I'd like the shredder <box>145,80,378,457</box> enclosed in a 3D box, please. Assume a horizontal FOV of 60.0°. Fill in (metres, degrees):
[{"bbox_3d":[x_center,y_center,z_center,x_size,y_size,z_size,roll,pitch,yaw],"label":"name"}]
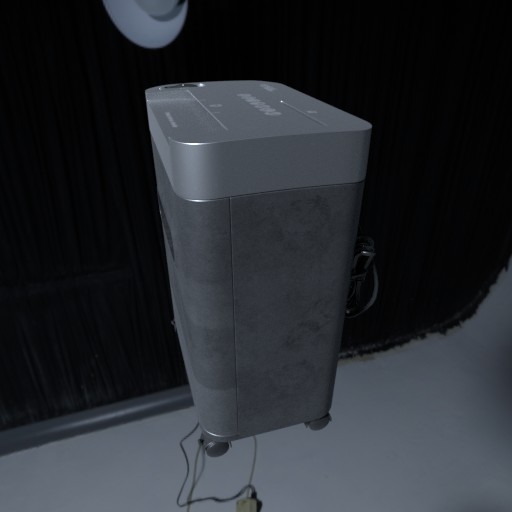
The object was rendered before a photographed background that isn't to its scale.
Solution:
[{"bbox_3d":[0.000,0.000,0.616,0.237,0.419,0.311,-9,31,-15],"label":"shredder"}]
